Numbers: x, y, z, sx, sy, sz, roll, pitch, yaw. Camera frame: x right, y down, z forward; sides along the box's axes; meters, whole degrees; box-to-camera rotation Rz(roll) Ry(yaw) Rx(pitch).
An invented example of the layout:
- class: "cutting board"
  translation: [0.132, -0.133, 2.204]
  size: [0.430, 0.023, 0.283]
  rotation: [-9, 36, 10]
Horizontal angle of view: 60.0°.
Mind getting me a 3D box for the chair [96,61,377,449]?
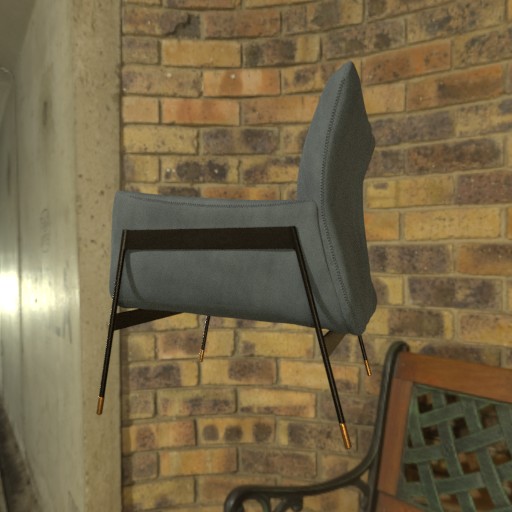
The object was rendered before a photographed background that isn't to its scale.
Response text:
- class: "chair"
  translation: [0.000, 0.000, 1.387]
  size: [0.709, 0.858, 0.678]
  rotation: [0, 0, 19]
